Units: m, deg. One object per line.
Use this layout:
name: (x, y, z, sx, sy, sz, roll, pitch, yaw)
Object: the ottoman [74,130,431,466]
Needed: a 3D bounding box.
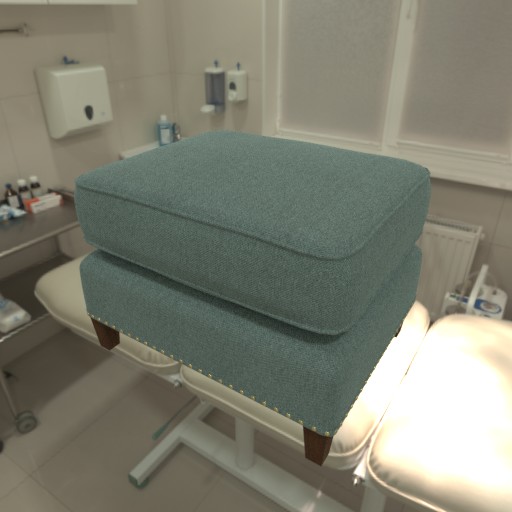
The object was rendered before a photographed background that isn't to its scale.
ottoman: (0.000, 0.000, 1.160, 0.738, 0.537, 0.589, 18, 34, 29)
